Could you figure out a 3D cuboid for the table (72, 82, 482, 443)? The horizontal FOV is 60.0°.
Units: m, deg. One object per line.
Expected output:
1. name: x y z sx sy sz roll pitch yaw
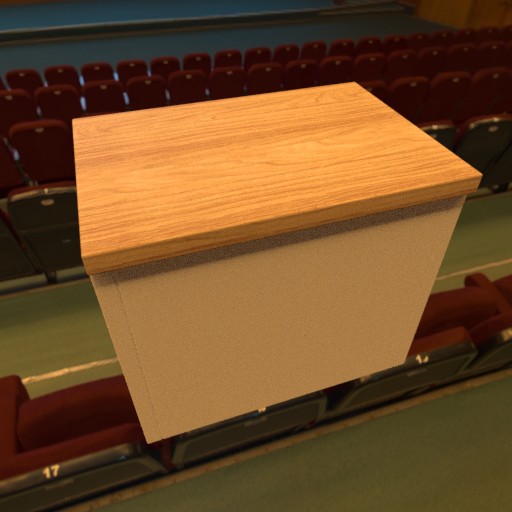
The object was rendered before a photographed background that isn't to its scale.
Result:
1. table: 0.000 0.000 0.786 0.500 0.440 0.360 -13 43 -14
